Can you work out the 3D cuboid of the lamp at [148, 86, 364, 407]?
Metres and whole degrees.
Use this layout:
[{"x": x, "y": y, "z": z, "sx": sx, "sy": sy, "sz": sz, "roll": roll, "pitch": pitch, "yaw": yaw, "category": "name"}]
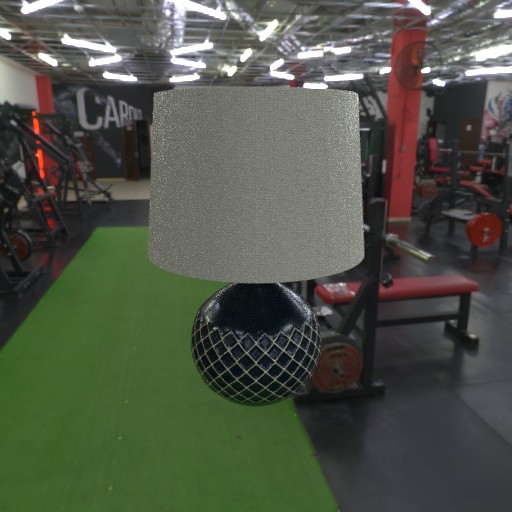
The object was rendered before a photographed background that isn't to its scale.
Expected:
[{"x": 0.000, "y": 0.000, "z": 0.793, "sx": 0.376, "sy": 0.540, "sz": 0.376, "roll": 0, "pitch": 16, "yaw": 0, "category": "lamp"}]
